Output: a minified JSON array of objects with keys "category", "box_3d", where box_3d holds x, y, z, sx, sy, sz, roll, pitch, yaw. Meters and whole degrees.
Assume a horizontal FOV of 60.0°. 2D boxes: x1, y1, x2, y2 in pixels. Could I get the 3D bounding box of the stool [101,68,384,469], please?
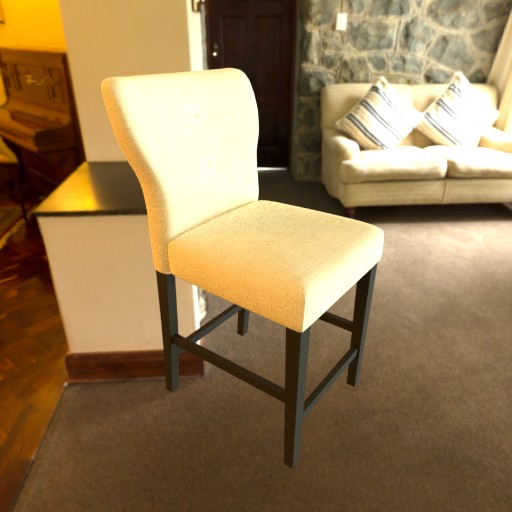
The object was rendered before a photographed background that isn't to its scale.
[{"category":"stool","box_3d":[0.000,0.000,1.290,0.603,0.972,0.514,19,32,32]}]
